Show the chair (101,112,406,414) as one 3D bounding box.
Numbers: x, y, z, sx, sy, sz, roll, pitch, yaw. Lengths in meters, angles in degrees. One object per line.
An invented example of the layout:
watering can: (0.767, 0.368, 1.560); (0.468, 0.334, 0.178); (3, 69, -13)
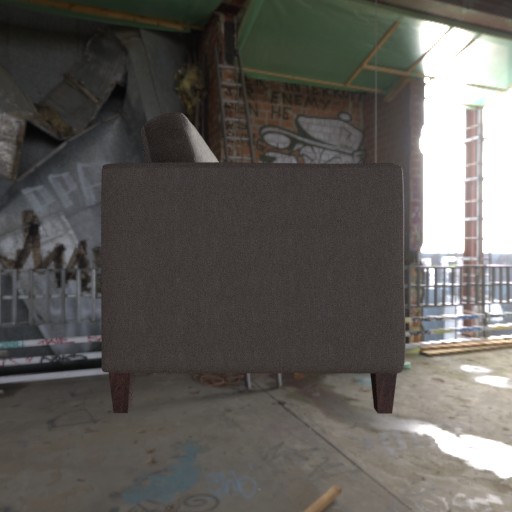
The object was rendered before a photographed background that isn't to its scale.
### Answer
chair: (0.000, 0.000, 1.855); (0.959, 0.963, 1.107); (0, 0, 0)
